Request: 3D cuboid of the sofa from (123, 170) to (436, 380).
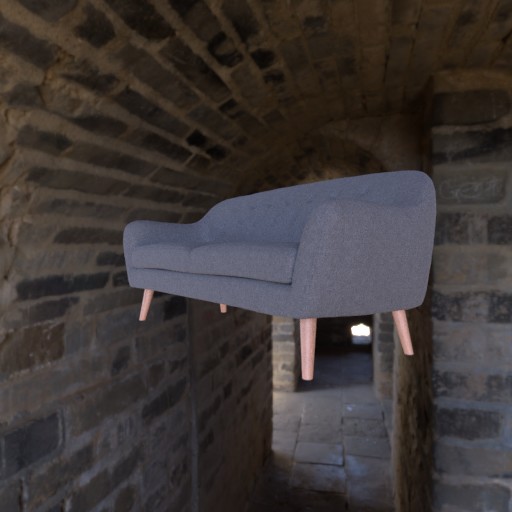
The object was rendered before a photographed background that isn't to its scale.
[{"bbox_3d":[0.000,0.000,2.328,0.820,0.820,1.840,-1,2,-36],"label":"sofa"}]
